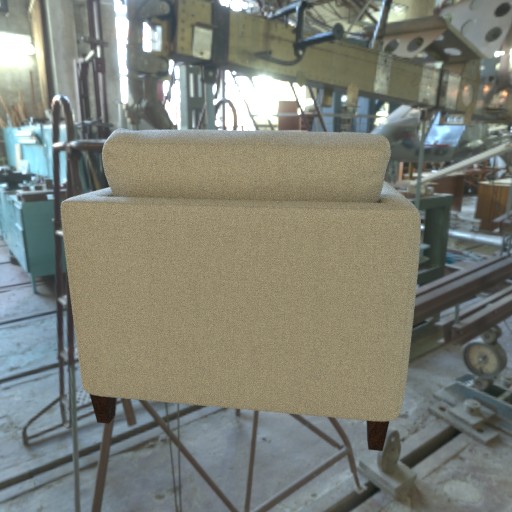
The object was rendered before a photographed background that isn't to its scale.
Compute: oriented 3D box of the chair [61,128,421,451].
[{"bbox_3d":[0.000,0.000,1.666,0.996,0.919,0.959,2,16,8],"label":"chair"}]
